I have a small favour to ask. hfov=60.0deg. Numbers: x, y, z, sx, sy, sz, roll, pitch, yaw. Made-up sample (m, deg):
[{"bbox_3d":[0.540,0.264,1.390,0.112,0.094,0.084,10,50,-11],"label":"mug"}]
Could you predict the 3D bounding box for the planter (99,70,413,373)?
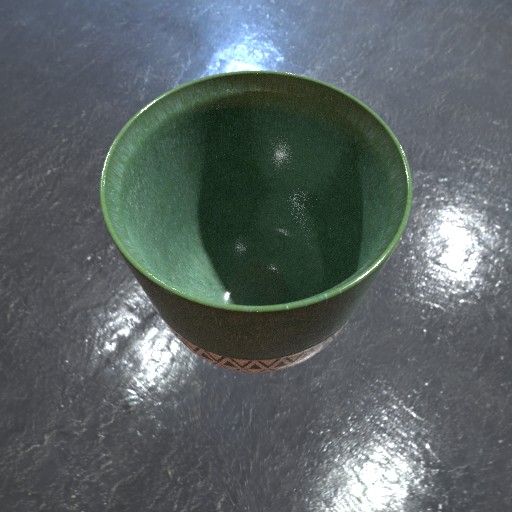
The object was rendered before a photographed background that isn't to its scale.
[{"bbox_3d":[0.000,0.000,0.371,0.195,0.214,0.195,0,59,0],"label":"planter"}]
